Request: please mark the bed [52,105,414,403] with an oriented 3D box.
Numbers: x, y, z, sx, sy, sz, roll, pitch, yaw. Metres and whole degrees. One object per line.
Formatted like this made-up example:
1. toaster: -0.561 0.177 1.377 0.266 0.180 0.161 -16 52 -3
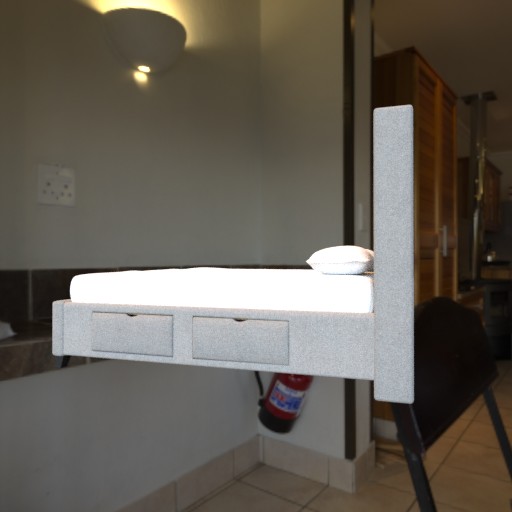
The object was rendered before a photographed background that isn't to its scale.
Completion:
1. bed: 0.000 0.000 3.369 2.222 1.491 1.774 0 0 18
